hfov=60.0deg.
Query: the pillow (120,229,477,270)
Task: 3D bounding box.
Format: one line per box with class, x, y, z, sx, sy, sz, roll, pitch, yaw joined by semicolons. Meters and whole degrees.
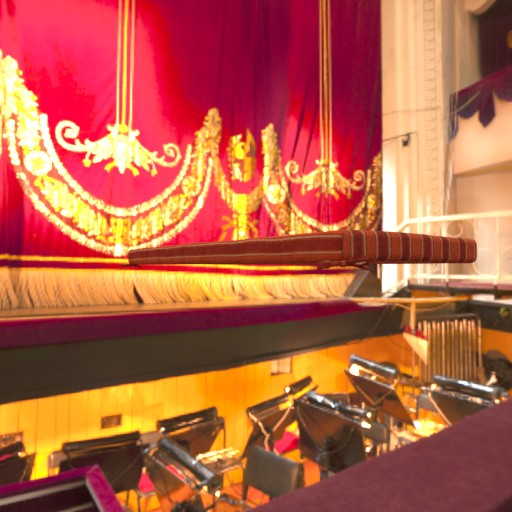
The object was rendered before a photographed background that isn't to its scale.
pillow;0.000;0.000;1.375;0.492;0.081;1.187;1;-2;-35
